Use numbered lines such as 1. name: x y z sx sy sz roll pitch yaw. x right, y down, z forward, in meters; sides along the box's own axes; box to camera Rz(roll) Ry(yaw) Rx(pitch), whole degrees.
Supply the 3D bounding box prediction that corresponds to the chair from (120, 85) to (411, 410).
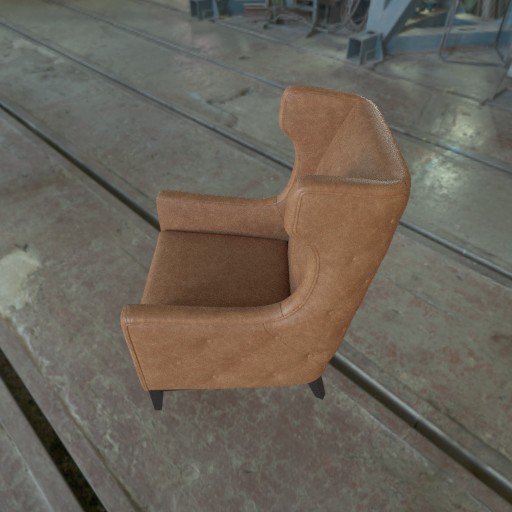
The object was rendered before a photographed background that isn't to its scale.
1. chair: 0.000 0.000 1.717 0.899 1.079 0.766 0 42 0
